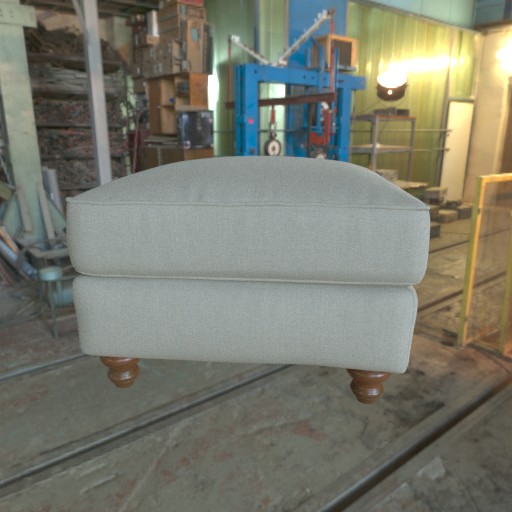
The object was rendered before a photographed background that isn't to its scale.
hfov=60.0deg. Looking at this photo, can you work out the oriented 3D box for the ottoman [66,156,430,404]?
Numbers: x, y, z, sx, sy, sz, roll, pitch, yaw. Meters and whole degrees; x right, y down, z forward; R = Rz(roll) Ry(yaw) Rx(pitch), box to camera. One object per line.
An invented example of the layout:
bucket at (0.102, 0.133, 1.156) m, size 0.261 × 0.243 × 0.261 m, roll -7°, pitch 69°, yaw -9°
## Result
ottoman at (0.000, 0.000, 1.156) m, size 0.716 × 0.505 × 0.662 m, roll 2°, pitch 16°, yaw 6°
